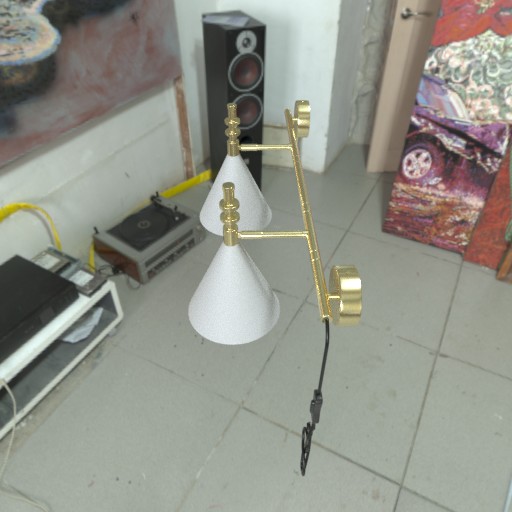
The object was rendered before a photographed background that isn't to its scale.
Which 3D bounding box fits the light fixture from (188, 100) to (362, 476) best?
[{"bbox_3d":[0.000,0.000,0.848,0.239,0.468,0.642,-1,41,-1],"label":"light fixture"}]
